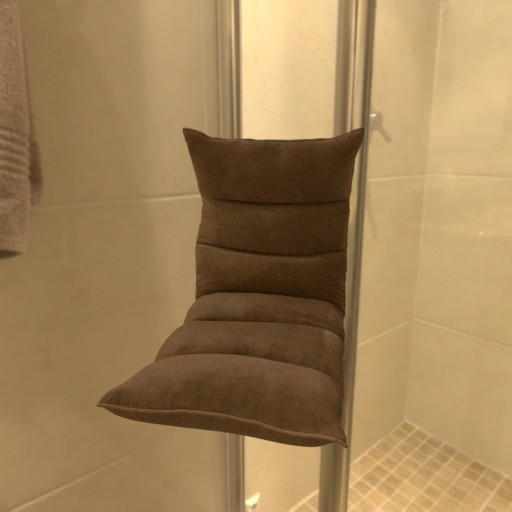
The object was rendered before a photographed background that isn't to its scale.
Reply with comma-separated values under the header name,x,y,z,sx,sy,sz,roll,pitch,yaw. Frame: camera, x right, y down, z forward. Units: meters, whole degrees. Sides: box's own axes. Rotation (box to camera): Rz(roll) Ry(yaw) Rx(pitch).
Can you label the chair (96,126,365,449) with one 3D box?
name,x,y,z,sx,sy,sz,roll,pitch,yaw
chair,0.000,0.000,1.548,0.714,0.892,0.985,3,14,11
